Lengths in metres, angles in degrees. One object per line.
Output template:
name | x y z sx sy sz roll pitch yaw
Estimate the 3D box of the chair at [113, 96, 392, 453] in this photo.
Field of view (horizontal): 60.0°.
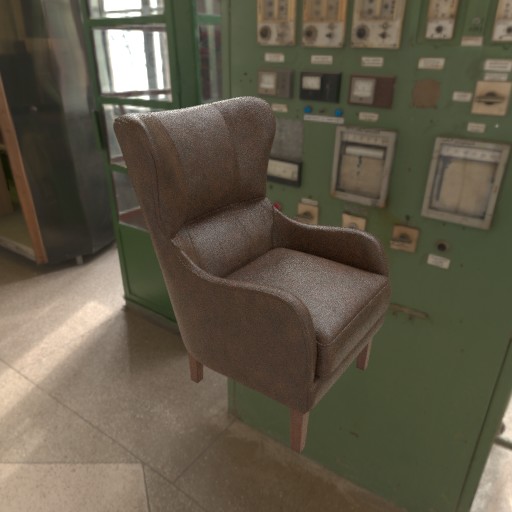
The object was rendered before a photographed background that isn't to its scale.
chair | 0.000 0.000 1.661 0.914 1.048 0.692 18 31 32
